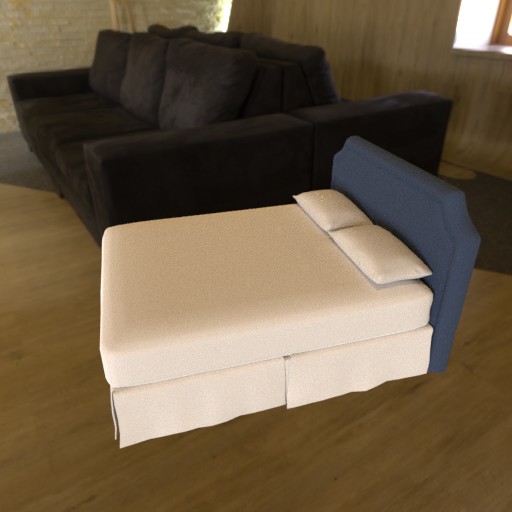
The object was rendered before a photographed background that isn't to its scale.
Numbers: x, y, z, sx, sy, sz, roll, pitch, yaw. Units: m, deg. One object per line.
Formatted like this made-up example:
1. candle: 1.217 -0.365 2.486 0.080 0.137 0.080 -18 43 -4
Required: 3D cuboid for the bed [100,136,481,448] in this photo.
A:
1. bed: 0.000 0.000 3.283 2.260 1.297 1.831 -8 30 -14
